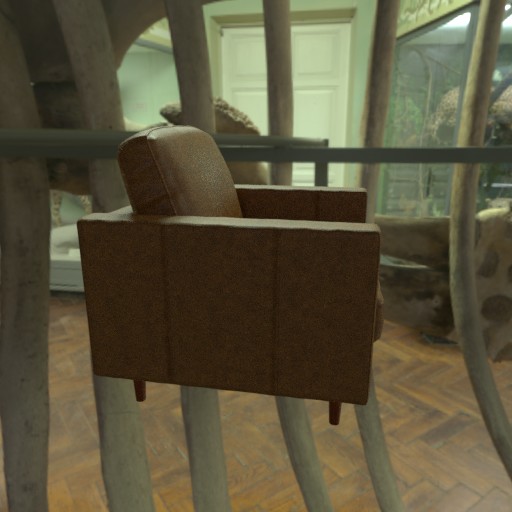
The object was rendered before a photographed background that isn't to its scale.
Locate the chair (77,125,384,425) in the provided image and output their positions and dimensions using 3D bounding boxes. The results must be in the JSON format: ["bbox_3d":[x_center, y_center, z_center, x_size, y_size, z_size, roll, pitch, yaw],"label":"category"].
[{"bbox_3d":[0.000,0.000,1.691,0.909,0.956,0.890,3,16,11],"label":"chair"}]
